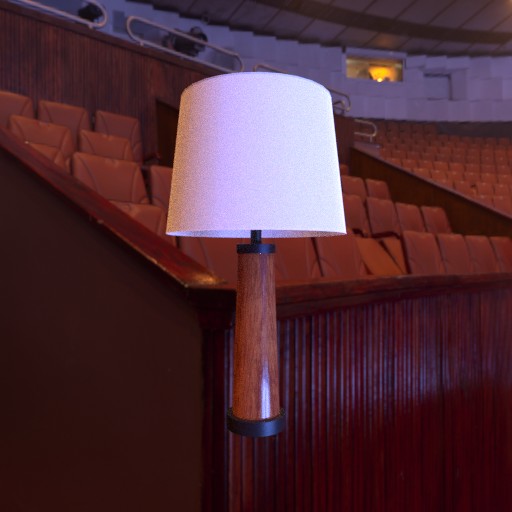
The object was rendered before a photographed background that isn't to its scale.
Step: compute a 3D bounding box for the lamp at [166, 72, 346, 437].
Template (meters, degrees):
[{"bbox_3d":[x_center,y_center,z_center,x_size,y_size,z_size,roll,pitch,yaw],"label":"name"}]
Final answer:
[{"bbox_3d":[0.000,0.000,0.872,0.349,0.667,0.349,0,0,0],"label":"lamp"}]
